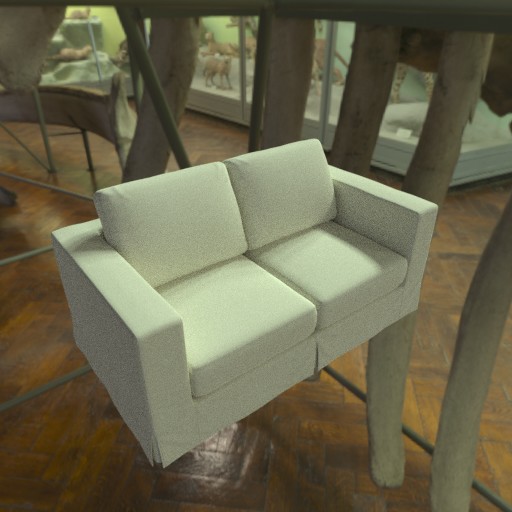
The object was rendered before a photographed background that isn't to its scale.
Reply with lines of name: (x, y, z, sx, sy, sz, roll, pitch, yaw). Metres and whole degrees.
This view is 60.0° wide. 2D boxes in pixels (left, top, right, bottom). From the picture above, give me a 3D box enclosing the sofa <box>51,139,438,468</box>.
sofa: (0.000, 0.000, 2.396, 1.813, 0.932, 1.009, -22, 37, -32)
